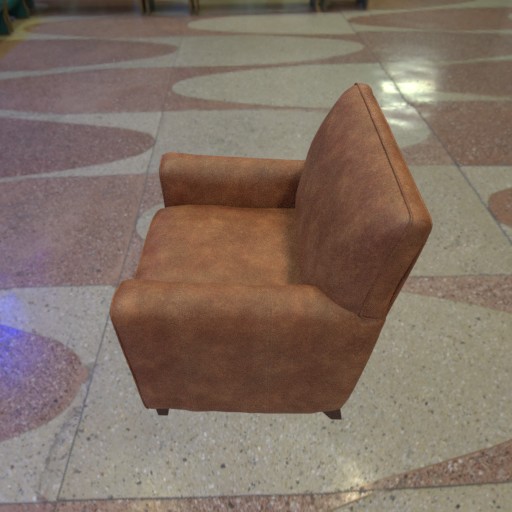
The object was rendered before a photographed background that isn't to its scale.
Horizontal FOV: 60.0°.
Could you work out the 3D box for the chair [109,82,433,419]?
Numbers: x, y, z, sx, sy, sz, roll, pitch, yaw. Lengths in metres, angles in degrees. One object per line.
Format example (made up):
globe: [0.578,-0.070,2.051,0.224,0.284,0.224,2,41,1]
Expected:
chair: [0.000,0.000,1.581,0.823,0.943,0.870,1,42,1]
